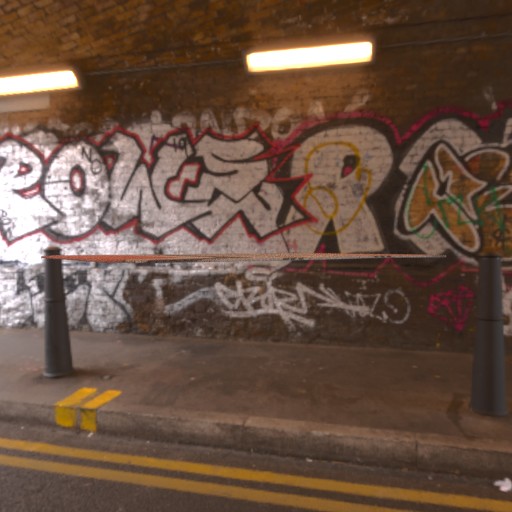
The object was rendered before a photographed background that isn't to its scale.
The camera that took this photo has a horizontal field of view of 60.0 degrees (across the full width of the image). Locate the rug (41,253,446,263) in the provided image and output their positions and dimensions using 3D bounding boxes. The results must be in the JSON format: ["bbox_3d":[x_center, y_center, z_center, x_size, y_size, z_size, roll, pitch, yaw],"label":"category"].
[{"bbox_3d":[0.000,0.000,3.015,2.446,0.017,1.530,-1,1,-38],"label":"rug"}]
